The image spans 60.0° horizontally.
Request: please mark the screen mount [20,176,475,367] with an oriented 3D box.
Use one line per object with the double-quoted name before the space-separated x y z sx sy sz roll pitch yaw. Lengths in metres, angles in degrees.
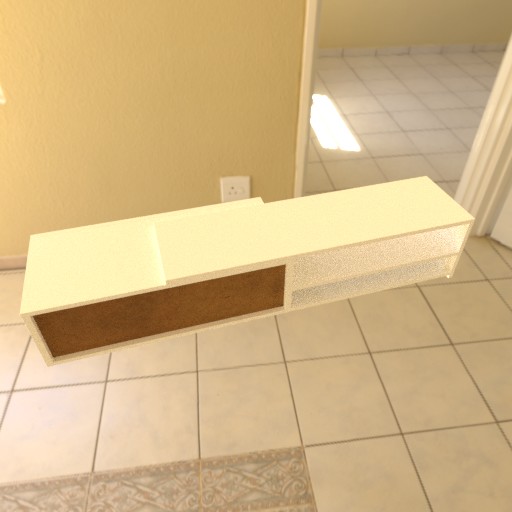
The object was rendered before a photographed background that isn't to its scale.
"screen mount" 0.000 0.000 1.823 1.680 0.320 0.420 -11 42 -12
